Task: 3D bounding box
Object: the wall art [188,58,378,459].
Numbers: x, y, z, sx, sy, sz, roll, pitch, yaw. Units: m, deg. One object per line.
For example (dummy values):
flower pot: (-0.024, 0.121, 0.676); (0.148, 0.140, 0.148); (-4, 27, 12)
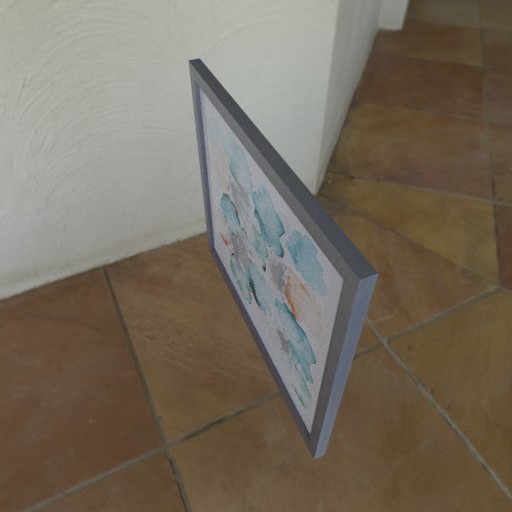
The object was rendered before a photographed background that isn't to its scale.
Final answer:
wall art: (0.000, 0.000, 0.918); (0.026, 0.558, 0.660); (-17, 48, -16)
